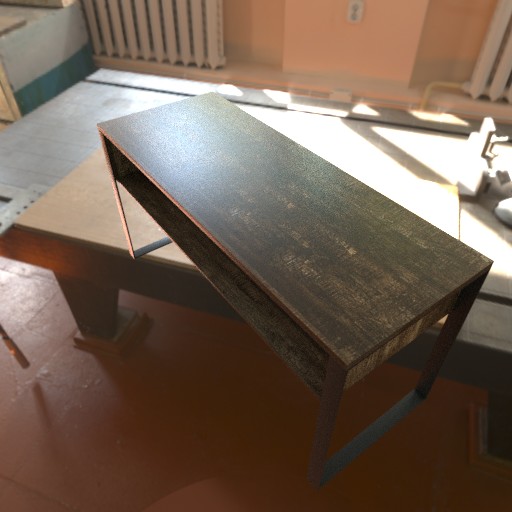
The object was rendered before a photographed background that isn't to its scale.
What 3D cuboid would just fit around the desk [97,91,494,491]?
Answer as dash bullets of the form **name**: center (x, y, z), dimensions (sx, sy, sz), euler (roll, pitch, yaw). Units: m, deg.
- **desk**: center (0.000, 0.000, 1.861), dimensions (0.599, 0.762, 1.524), euler (-26, 49, -26)
